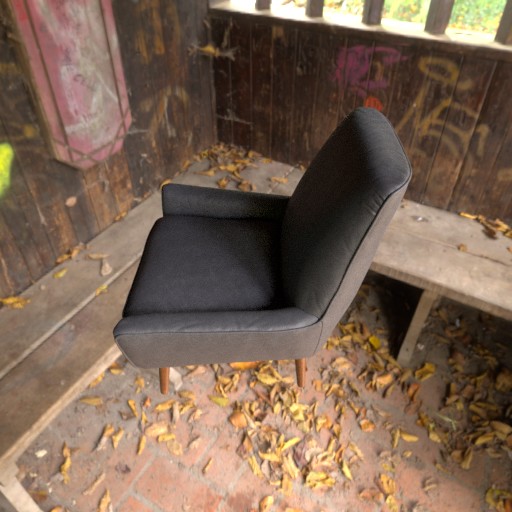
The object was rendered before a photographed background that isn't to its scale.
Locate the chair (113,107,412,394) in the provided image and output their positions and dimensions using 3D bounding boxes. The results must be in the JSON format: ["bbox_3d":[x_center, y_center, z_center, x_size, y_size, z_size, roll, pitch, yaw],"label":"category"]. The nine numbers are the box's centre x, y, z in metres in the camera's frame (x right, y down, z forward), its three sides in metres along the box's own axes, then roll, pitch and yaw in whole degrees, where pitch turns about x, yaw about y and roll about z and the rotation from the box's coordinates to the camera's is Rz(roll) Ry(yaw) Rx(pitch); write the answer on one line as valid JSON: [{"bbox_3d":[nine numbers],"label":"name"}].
[{"bbox_3d":[0.000,0.000,1.529,0.822,0.888,0.787,1,41,1],"label":"chair"}]
